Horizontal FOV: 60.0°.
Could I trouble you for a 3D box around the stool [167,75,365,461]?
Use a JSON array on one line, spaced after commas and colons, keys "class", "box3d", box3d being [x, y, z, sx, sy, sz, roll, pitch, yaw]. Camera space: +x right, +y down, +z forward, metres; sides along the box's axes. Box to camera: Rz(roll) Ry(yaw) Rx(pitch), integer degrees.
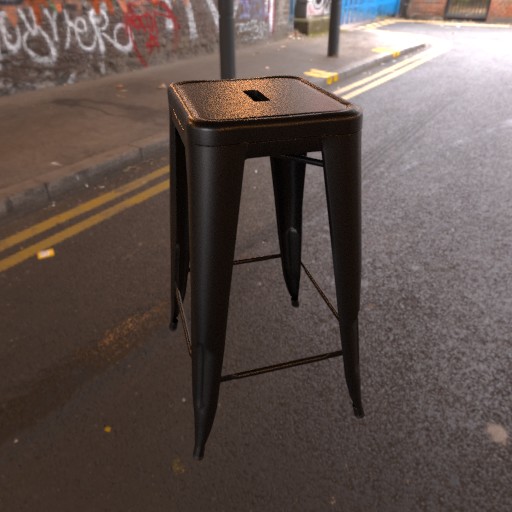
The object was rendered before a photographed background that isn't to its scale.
[{"class": "stool", "box3d": [0.000, 0.000, 0.866, 0.359, 0.609, 0.399, -9, 34, -14]}]
